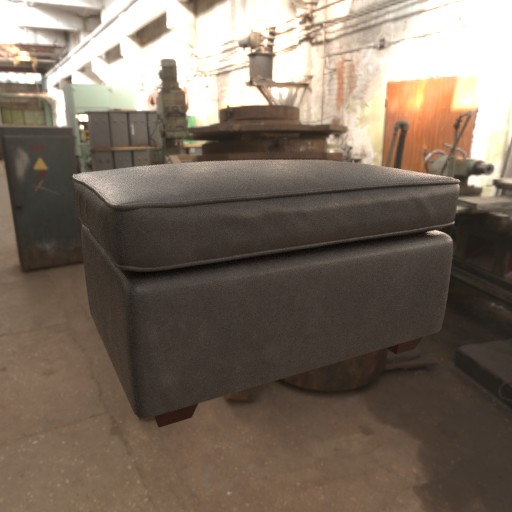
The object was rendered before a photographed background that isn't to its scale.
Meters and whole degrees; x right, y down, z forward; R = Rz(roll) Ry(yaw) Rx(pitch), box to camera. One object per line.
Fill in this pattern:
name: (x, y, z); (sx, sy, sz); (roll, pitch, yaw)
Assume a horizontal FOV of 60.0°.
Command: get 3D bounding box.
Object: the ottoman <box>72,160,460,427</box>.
ottoman: (0.000, 0.000, 1.074); (0.756, 0.445, 0.554); (-8, 18, -27)
